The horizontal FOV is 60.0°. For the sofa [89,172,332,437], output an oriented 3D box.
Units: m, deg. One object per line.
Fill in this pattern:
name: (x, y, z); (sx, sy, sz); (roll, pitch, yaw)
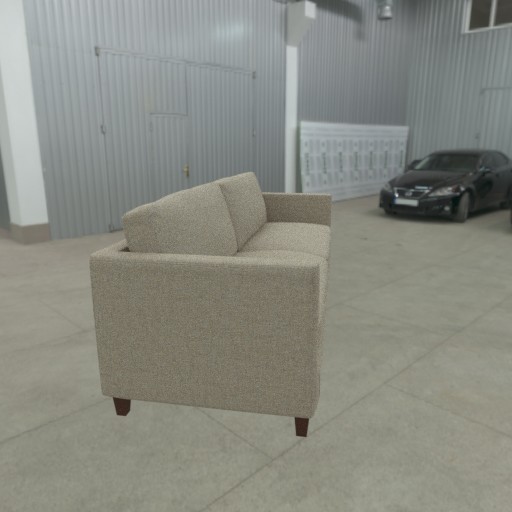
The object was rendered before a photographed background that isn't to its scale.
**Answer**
sofa: (0.000, 0.000, 2.889); (0.951, 0.965, 2.434); (3, 15, 10)
